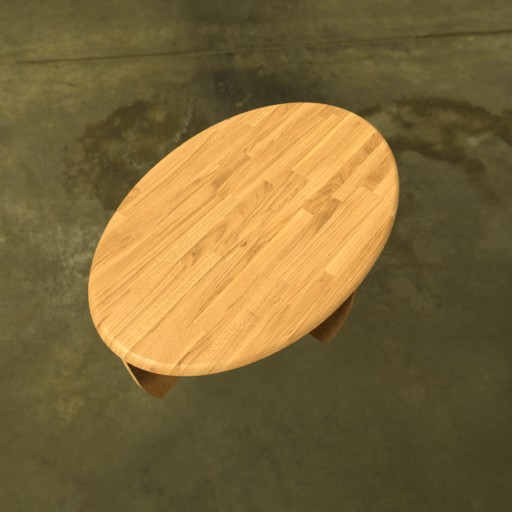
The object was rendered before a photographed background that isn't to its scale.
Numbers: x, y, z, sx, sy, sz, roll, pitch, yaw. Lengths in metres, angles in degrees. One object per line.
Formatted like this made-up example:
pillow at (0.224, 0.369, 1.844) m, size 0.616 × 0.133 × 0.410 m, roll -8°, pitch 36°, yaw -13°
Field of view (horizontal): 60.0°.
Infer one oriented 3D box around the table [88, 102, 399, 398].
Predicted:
table at (0.000, 0.000, 1.425) m, size 0.690 × 0.490 × 1.040 m, roll 34°, pitch 64°, yaw 20°
